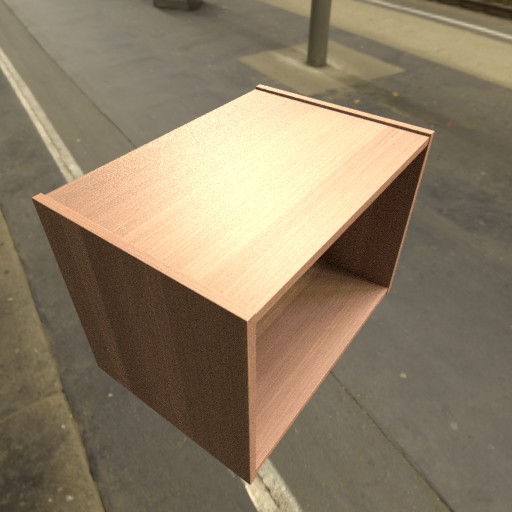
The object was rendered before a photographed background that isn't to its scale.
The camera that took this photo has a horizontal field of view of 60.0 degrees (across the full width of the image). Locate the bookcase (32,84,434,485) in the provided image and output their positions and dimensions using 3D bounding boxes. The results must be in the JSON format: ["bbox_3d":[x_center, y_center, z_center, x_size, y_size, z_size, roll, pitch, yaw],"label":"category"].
[{"bbox_3d":[0.000,0.000,0.634,0.290,0.305,0.415,26,47,27],"label":"bookcase"}]
